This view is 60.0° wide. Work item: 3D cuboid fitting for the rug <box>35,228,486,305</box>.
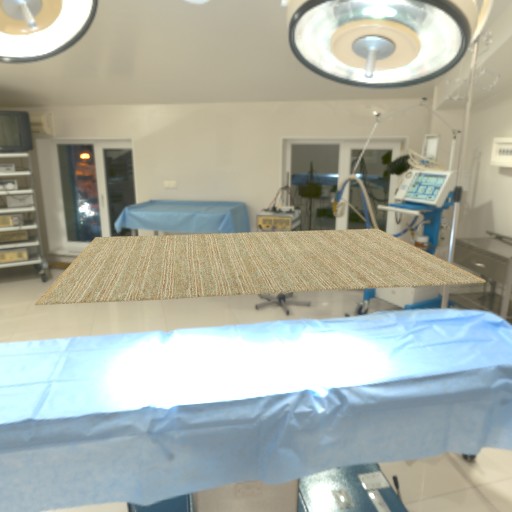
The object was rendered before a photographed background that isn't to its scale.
[{"bbox_3d":[0.000,0.000,3.093,2.448,0.012,1.540,-2,15,-8],"label":"rug"}]
